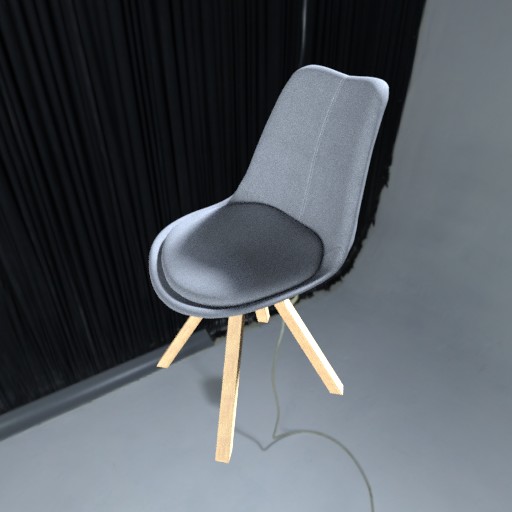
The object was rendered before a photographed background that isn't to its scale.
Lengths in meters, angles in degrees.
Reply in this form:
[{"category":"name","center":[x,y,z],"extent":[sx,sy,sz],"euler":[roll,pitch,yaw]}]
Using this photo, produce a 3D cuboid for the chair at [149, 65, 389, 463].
[{"category":"chair","center":[0.000,0.000,1.168],"extent":[0.549,0.863,0.474],"euler":[-19,37,-27]}]
